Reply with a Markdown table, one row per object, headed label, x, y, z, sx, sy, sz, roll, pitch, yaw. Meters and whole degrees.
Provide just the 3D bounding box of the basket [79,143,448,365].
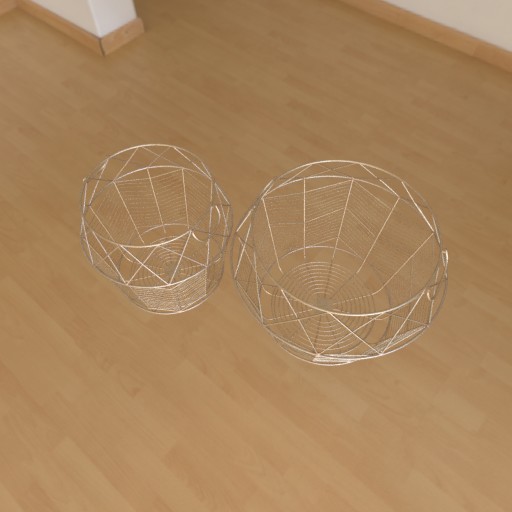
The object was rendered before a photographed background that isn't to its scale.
| label | x | y | z | sx | sy | sz | roll | pitch | yaw |
| --- | --- | --- | --- | --- | --- | --- | --- | --- | --- |
| basket | 0.000 | 0.000 | 1.017 | 0.805 | 0.343 | 0.451 | 13 | 59 | 8 |
